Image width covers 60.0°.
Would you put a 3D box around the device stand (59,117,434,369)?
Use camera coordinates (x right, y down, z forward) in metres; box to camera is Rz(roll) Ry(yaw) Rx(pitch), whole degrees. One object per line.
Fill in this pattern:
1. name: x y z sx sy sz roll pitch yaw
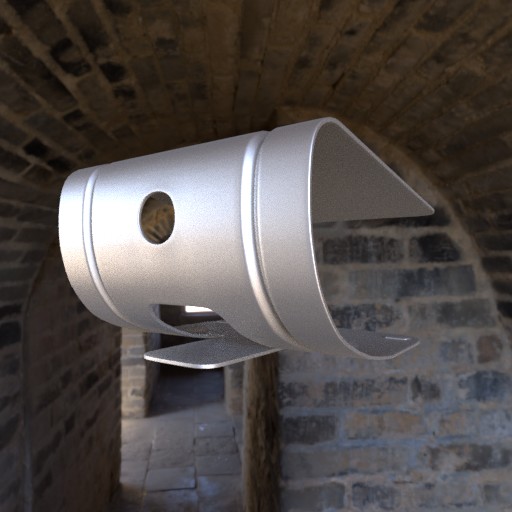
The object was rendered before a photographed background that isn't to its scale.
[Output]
1. device stand: 0.000 0.000 0.397 0.256 0.155 0.236 -1 -2 35
